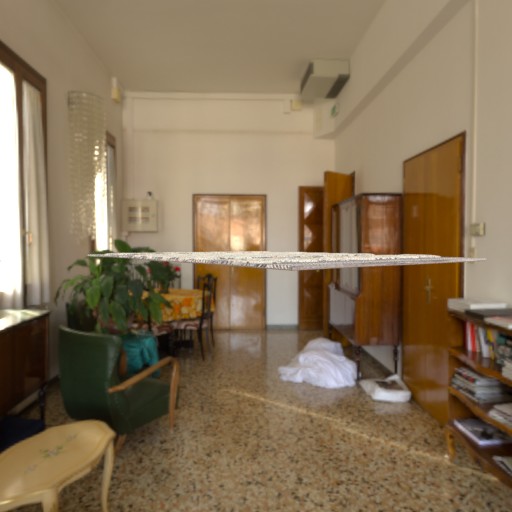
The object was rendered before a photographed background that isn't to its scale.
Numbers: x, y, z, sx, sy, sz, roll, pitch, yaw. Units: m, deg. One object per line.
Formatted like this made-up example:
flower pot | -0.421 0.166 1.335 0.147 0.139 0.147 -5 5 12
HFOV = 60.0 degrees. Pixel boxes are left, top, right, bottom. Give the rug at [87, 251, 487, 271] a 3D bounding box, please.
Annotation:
rug | 0.000 0.000 2.968 1.513 0.033 2.333 -1 2 -38
